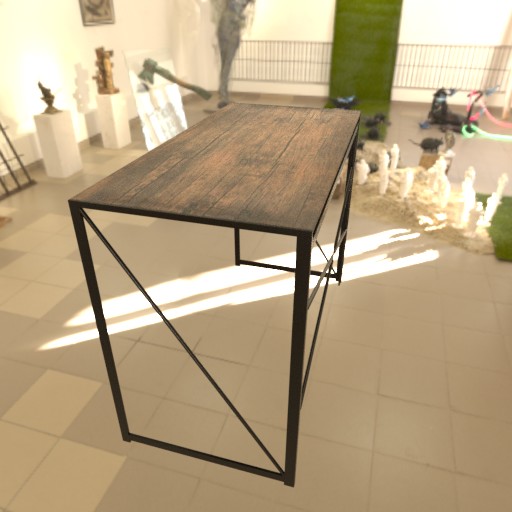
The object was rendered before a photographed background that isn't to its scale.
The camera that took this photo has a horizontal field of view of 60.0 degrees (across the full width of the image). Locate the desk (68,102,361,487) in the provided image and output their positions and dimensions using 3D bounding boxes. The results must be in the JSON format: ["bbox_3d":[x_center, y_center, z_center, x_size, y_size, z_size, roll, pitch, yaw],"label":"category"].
[{"bbox_3d":[0.000,0.000,1.450,0.505,0.747,1.015,8,31,14],"label":"desk"}]
